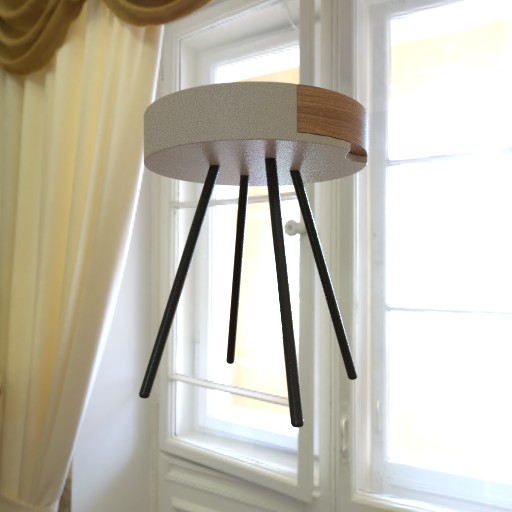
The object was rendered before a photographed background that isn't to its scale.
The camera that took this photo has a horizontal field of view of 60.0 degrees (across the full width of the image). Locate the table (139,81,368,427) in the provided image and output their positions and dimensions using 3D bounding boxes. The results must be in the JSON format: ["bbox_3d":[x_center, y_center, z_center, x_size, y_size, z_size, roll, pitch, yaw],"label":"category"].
[{"bbox_3d":[0.000,0.000,0.882,0.450,0.525,0.450,0,0,0],"label":"table"}]
